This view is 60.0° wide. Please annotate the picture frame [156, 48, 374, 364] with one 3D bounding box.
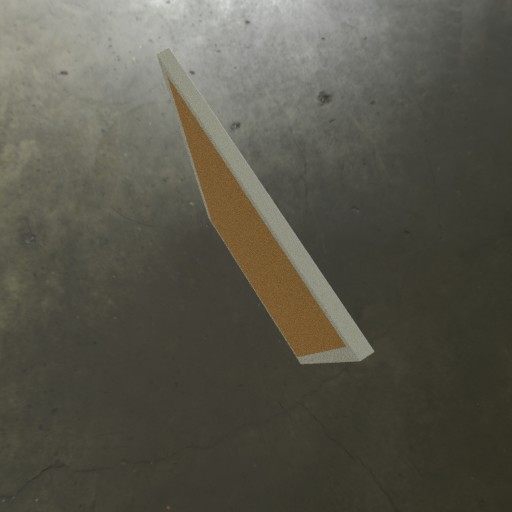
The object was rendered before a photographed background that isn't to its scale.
[{"bbox_3d":[0.000,0.000,0.563,0.013,0.434,0.305,-31,78,-7],"label":"picture frame"}]
